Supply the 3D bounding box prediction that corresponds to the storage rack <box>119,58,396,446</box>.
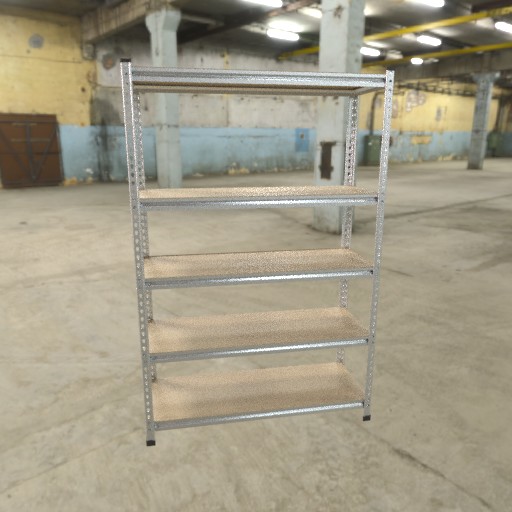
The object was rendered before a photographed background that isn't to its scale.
[{"bbox_3d":[0.000,0.000,2.352,1.219,1.829,0.457,-3,14,-10],"label":"storage rack"}]
